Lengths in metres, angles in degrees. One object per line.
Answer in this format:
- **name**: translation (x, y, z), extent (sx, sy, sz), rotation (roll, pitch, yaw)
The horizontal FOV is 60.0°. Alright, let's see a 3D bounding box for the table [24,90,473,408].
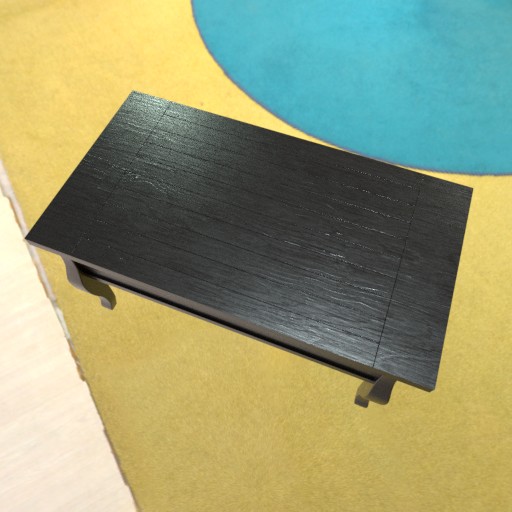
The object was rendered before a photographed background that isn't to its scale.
- **table**: translation (0.000, 0.000, 1.403), extent (1.062, 0.494, 0.600), rotation (19, 64, 10)
